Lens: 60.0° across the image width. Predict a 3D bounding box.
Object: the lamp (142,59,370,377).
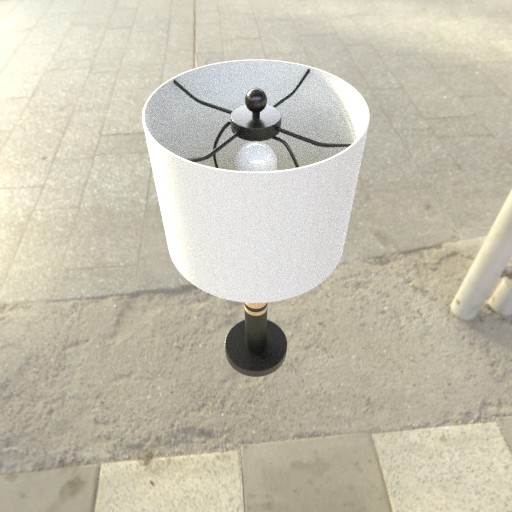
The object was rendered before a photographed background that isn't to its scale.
[{"bbox_3d":[0.000,0.000,0.817,0.305,0.640,0.305,-6,47,-5],"label":"lamp"}]
